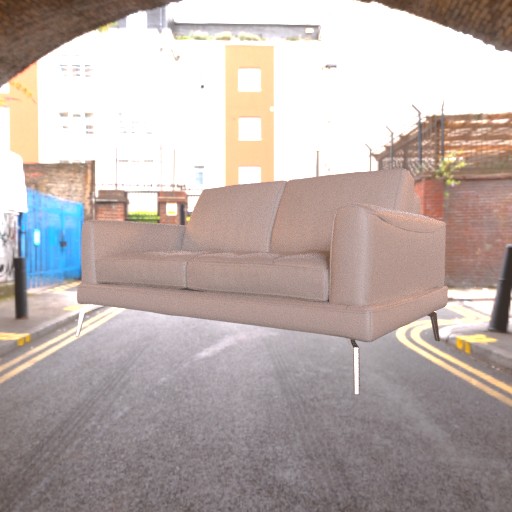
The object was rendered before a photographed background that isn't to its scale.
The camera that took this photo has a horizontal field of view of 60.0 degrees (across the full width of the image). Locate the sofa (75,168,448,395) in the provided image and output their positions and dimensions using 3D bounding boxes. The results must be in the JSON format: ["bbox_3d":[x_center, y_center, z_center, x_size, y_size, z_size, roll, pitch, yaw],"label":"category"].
[{"bbox_3d":[0.000,0.000,2.454,1.819,0.930,1.121,1,1,36],"label":"sofa"}]
